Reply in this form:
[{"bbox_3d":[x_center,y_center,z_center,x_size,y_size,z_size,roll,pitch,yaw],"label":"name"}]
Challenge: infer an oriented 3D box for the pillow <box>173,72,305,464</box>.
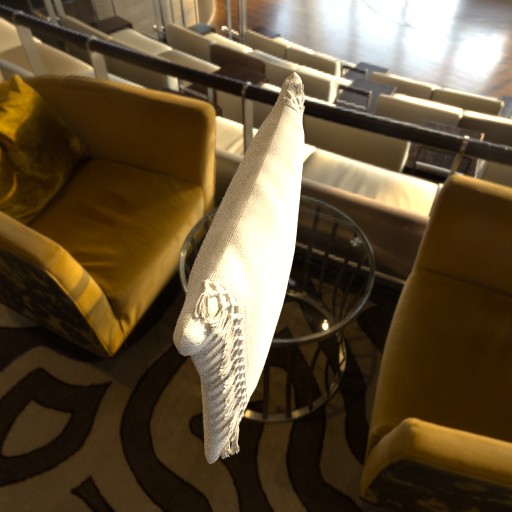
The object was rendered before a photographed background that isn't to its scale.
[{"bbox_3d":[0.000,0.000,0.601,0.084,0.305,0.466,11,49,10],"label":"pillow"}]
